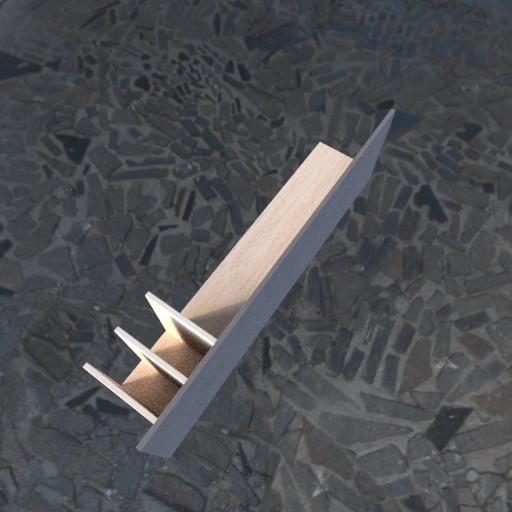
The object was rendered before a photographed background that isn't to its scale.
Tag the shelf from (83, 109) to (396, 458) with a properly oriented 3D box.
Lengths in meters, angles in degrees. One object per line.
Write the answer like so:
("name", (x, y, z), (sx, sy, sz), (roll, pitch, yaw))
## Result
("shelf", (0.000, 0.000, 1.156), (0.200, 0.300, 1.020), (32, 68, 15))
